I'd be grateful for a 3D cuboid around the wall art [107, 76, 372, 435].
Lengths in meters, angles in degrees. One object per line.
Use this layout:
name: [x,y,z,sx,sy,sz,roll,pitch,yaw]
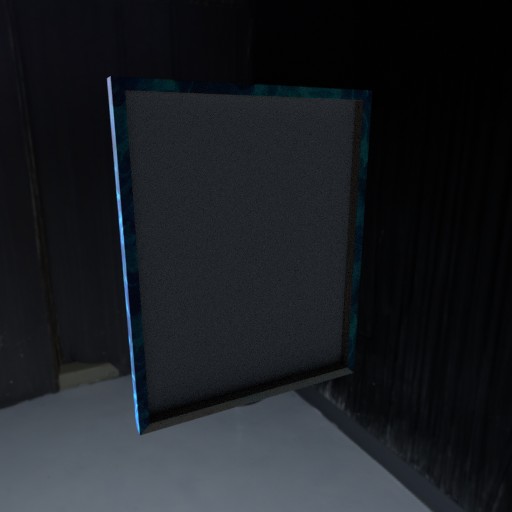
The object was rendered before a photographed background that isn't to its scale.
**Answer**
wall art: [0.000,0.000,1.052,0.609,0.760,0.038,-8,17,-26]
